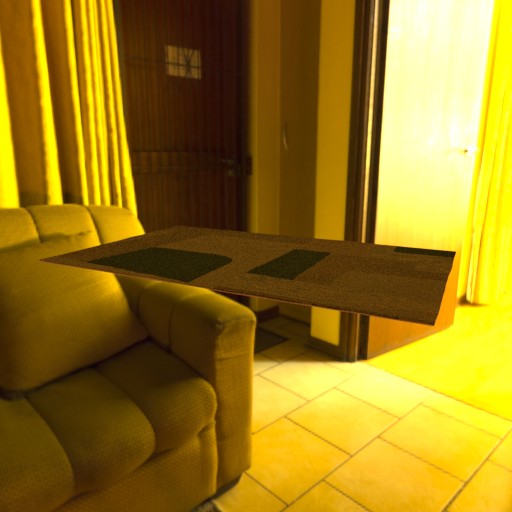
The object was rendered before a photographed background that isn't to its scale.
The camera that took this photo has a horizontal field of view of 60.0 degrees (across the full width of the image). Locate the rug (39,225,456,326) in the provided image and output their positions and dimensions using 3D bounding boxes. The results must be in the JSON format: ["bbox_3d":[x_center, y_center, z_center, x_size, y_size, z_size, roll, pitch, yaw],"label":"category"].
[{"bbox_3d":[0.000,0.000,3.034,2.436,0.015,1.521,7,15,26],"label":"rug"}]
